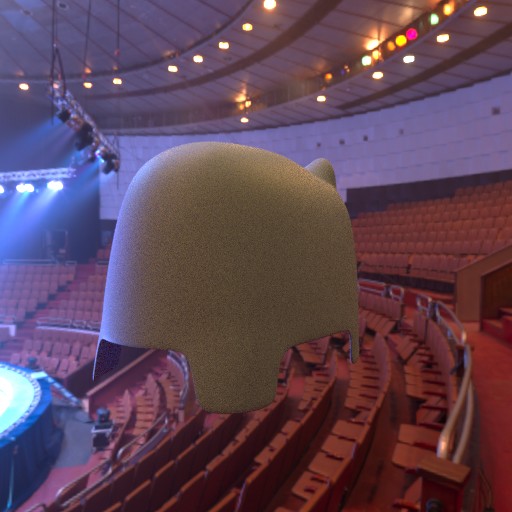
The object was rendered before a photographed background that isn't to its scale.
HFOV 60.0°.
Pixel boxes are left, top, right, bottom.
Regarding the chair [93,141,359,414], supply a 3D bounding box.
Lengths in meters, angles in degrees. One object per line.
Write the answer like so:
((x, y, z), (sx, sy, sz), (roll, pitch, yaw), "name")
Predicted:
((0.000, 0.000, 0.880), (0.364, 0.423, 0.619), (-1, -1, 36), "chair")
